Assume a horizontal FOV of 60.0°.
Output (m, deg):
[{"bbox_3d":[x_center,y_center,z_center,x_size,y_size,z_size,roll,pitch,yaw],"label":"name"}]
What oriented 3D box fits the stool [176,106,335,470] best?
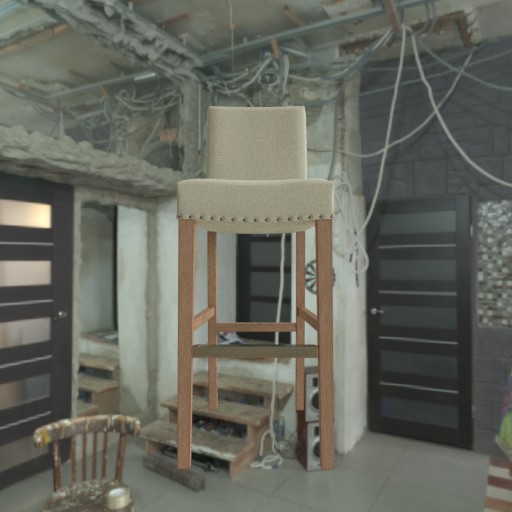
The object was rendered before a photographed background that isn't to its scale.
[{"bbox_3d":[0.000,0.000,1.449,0.428,1.143,0.546,0,-1,0],"label":"stool"}]
